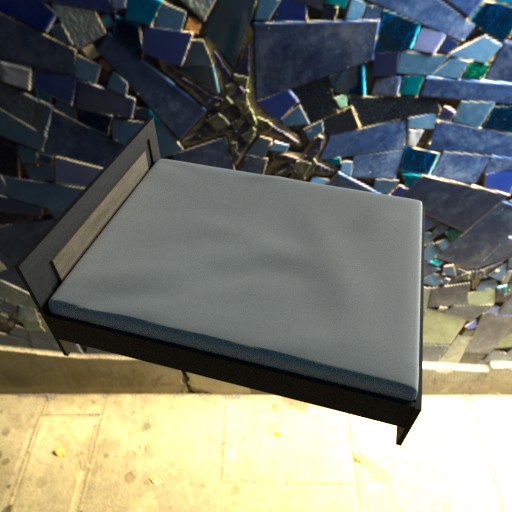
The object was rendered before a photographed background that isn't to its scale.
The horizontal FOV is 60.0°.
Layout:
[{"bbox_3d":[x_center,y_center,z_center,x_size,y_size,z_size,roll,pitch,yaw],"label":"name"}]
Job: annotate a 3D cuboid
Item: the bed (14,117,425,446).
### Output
[{"bbox_3d":[0.000,0.000,2.842,2.073,0.823,1.585,11,46,11],"label":"bed"}]
